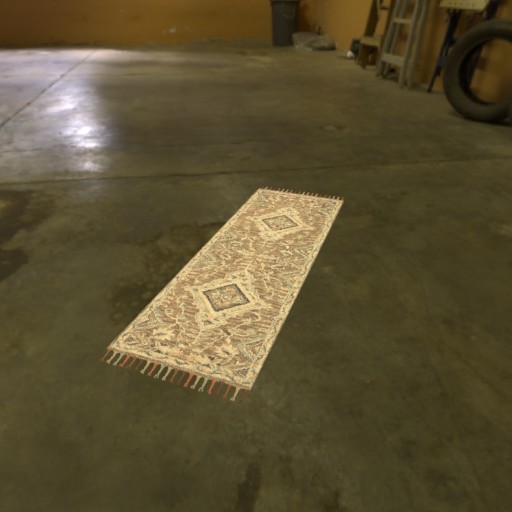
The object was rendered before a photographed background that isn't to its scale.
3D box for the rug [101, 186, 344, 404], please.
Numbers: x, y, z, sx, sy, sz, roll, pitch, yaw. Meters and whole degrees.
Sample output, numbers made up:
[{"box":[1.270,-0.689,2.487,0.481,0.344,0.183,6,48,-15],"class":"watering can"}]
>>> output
[{"box":[0.000,0.000,2.870,1.324,0.018,2.378,21,37,31],"class":"rug"}]
